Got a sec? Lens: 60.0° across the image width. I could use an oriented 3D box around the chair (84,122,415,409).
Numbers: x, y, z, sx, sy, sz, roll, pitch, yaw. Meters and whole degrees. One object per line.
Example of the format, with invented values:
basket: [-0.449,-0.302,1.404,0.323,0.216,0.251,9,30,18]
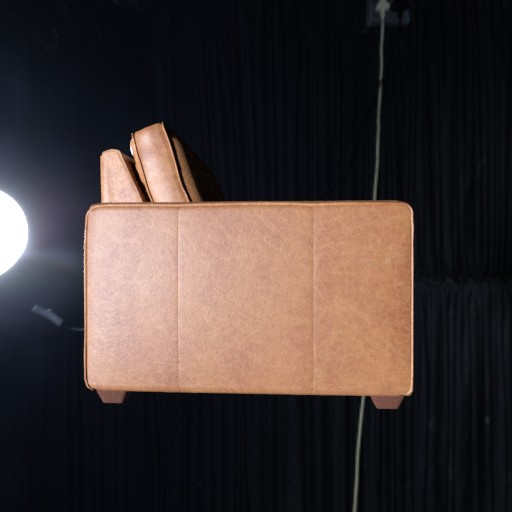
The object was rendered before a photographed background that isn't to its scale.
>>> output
chair: [0.000,0.000,1.753,1.027,0.901,0.987,0,0,1]
